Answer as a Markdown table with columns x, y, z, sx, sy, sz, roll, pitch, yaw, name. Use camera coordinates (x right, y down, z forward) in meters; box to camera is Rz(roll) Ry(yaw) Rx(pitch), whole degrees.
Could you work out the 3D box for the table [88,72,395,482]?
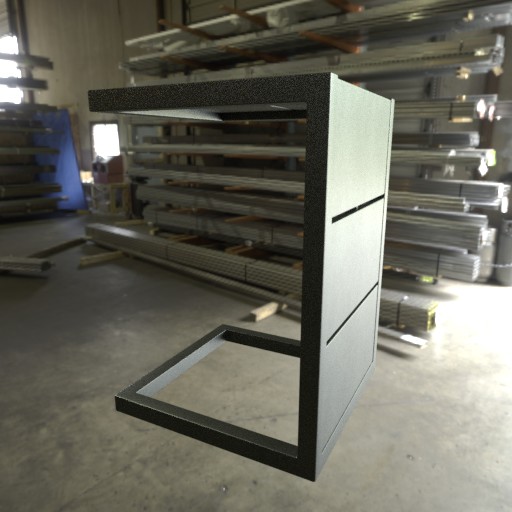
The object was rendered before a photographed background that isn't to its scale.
| x | y | z | sx | sy | sz | roll | pitch | yaw | name |
| --- | --- | --- | --- | --- | --- | --- | --- | --- | --- |
| 0.000 | 0.000 | 0.889 | 0.420 | 0.609 | 0.405 | 7 | 16 | 27 | table |
